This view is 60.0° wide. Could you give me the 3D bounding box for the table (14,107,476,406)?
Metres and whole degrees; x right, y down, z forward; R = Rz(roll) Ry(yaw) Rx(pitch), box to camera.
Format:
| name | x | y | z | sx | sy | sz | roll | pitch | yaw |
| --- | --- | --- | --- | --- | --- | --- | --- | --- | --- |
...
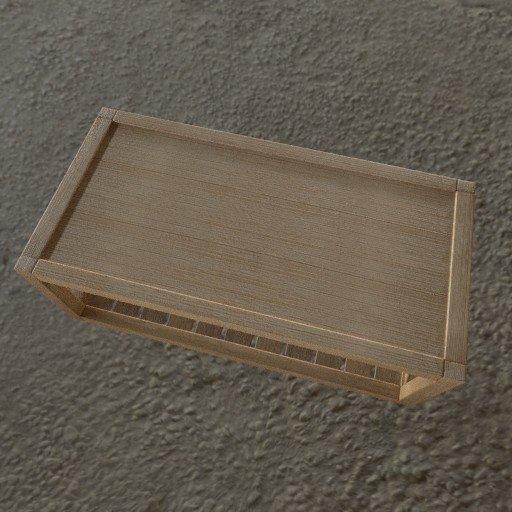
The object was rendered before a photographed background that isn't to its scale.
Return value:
| name | x | y | z | sx | sy | sz | roll | pitch | yaw |
| --- | --- | --- | --- | --- | --- | --- | --- | --- | --- |
| table | 0.000 | 0.000 | 1.579 | 1.321 | 0.457 | 0.660 | 13 | 64 | 6 |
